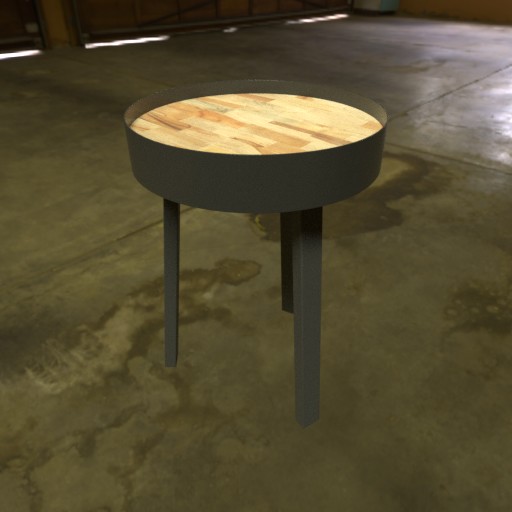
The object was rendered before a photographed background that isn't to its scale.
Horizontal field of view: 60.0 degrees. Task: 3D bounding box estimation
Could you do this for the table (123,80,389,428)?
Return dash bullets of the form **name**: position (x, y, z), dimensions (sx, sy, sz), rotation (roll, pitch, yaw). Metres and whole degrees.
- **table**: position (0.000, 0.000, 0.853), dimensions (0.406, 0.559, 0.406), rotation (0, 34, 0)
